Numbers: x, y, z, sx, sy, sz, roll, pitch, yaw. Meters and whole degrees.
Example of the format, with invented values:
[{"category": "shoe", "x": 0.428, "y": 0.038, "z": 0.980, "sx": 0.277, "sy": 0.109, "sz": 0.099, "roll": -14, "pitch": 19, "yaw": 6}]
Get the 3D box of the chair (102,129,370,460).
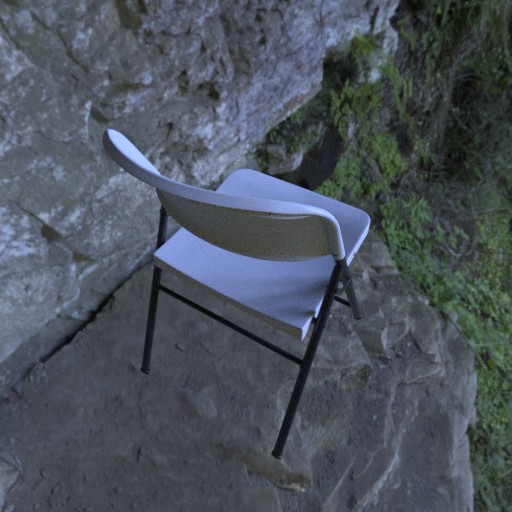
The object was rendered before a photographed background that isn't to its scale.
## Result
[{"category": "chair", "x": 0.000, "y": 0.000, "z": 1.123, "sx": 0.494, "sy": 0.810, "sz": 0.566, "roll": 24, "pitch": 51, "yaw": 22}]
